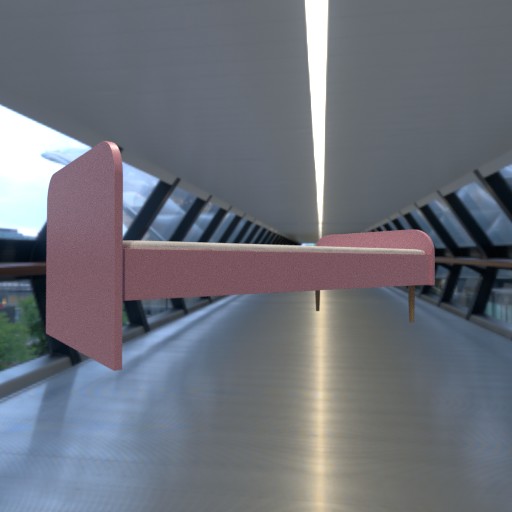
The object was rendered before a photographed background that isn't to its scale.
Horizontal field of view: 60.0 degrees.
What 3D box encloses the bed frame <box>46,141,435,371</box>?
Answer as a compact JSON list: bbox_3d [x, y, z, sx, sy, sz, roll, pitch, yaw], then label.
[{"bbox_3d":[0.000,0.000,2.489,1.963,0.805,0.998,1,-1,-37],"label":"bed frame"}]
